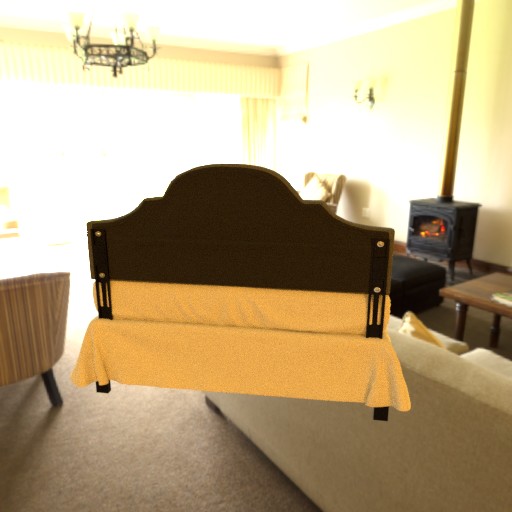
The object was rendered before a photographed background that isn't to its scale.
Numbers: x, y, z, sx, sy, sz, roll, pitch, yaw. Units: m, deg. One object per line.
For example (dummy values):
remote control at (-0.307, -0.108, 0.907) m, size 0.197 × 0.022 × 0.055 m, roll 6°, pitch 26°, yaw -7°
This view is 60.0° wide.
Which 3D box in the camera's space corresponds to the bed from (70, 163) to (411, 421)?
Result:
bed at (0.000, 0.000, 3.769) m, size 2.303 × 1.631 × 2.222 m, roll 2°, pitch 15°, yaw 9°
